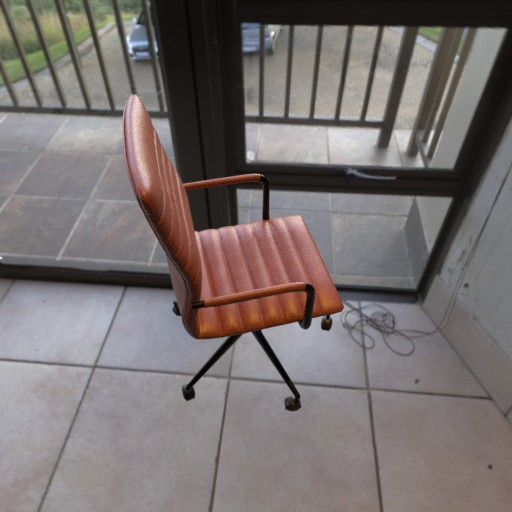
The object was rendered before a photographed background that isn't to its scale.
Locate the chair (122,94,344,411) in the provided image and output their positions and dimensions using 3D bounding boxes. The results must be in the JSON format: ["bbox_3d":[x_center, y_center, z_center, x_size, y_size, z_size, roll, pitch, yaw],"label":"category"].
[{"bbox_3d":[0.000,0.000,1.295,0.578,0.878,0.600,-10,47,-9],"label":"chair"}]
